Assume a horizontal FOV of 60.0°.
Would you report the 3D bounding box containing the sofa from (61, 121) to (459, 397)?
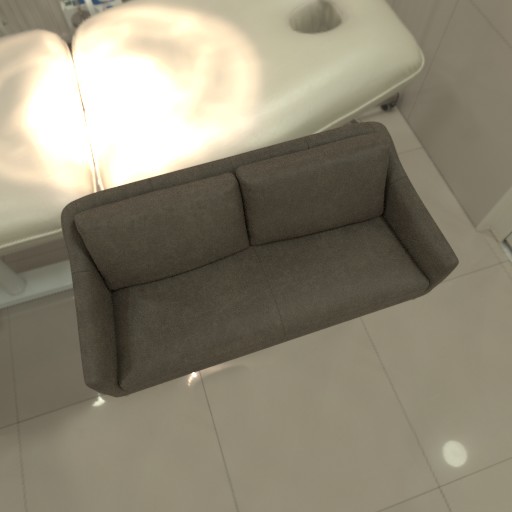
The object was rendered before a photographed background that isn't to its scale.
[{"bbox_3d":[0.000,0.000,2.569,2.036,0.902,0.960,-17,64,-8],"label":"sofa"}]
